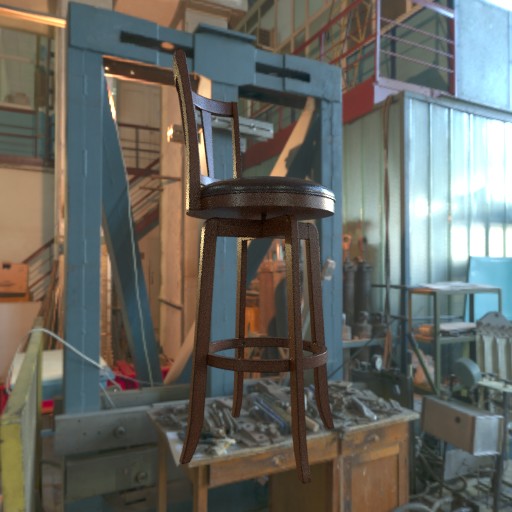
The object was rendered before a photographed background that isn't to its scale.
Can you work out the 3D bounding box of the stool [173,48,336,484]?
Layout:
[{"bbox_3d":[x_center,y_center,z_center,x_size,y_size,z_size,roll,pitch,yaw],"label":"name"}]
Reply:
[{"bbox_3d":[0.000,0.000,1.413,0.503,1.177,0.464,0,-1,19],"label":"stool"}]
